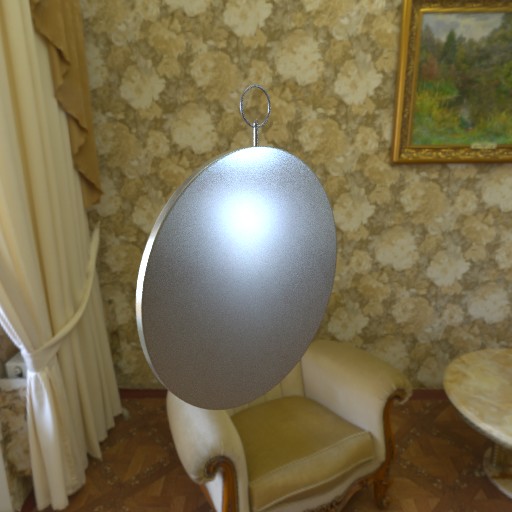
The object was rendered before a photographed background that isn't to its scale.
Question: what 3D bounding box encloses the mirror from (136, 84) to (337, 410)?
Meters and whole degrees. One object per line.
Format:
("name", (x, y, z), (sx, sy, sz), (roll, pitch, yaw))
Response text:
("mirror", (0.000, 0.000, 0.985), (0.594, 0.713, 0.020), (-15, 22, -43))
